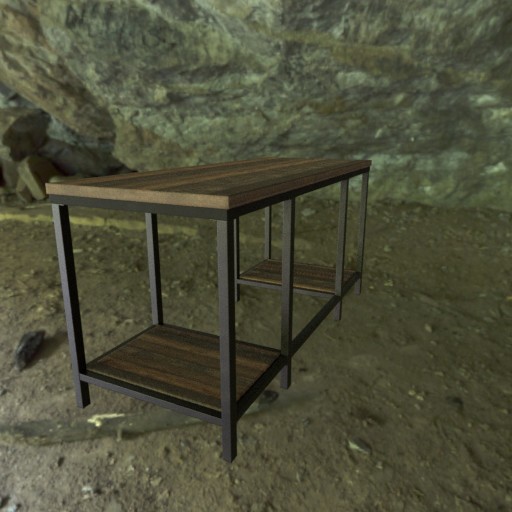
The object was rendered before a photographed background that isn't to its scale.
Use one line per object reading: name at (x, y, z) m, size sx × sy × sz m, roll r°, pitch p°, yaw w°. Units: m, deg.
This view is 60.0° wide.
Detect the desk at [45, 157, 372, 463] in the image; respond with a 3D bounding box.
desk at (0.000, 0.000, 1.933) m, size 0.617 × 0.753 × 1.538 m, roll 8°, pitch 17°, yaw 25°
